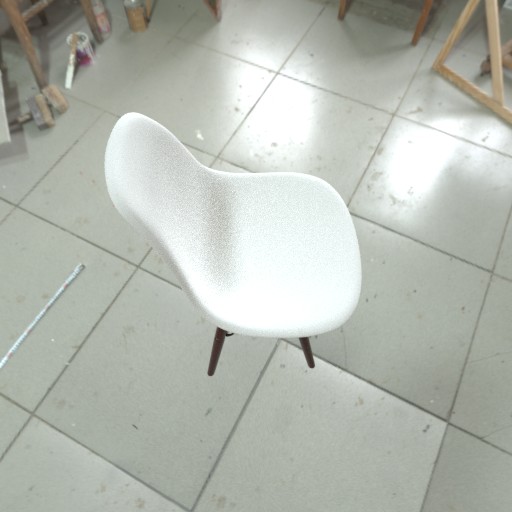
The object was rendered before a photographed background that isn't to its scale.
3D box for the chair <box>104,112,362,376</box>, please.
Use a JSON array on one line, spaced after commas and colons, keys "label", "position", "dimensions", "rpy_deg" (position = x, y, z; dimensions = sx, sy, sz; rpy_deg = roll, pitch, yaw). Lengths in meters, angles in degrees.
[{"label": "chair", "position": [0.000, 0.000, 1.154], "dimensions": [0.533, 0.826, 0.470], "rpy_deg": [-2, 62, -1]}]
